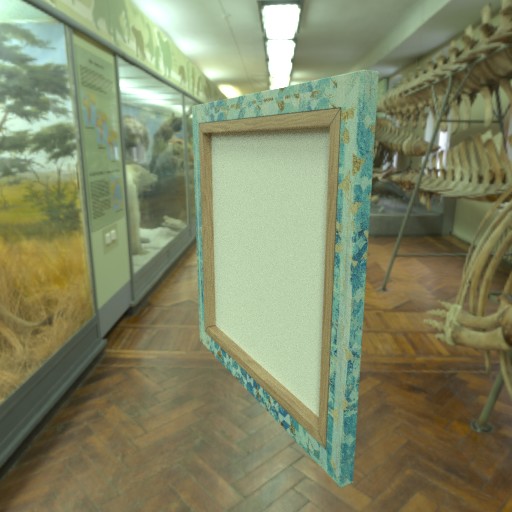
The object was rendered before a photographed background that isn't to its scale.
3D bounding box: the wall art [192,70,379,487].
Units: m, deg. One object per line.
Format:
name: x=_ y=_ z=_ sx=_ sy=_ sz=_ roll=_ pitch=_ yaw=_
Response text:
wall art: x=0.000 y=0.000 z=1.329 sx=0.040 sy=0.916 sz=0.916 roll=-7 pitch=16 yaw=-27
